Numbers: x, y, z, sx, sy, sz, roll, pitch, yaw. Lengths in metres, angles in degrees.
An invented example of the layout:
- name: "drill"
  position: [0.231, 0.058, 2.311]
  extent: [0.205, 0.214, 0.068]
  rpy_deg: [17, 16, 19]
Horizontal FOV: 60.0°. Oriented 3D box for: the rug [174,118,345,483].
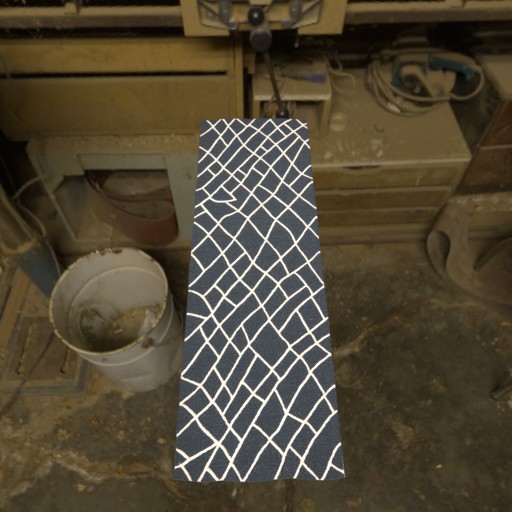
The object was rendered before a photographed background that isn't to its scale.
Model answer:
- name: "rug"
  position: [0.000, 0.000, 2.712]
  extent: [0.807, 0.010, 2.476]
  rpy_deg: [-1, 58, 0]
